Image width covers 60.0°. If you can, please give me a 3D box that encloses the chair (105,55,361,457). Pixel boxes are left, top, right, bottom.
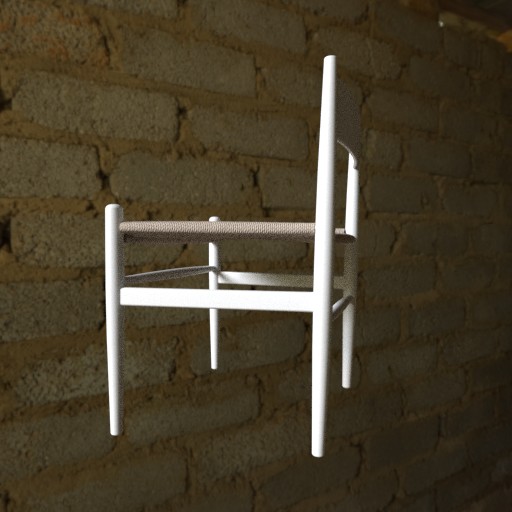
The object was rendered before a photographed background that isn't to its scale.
[{"bbox_3d":[0.000,0.000,1.114,0.495,0.762,0.556,1,2,19],"label":"chair"}]
